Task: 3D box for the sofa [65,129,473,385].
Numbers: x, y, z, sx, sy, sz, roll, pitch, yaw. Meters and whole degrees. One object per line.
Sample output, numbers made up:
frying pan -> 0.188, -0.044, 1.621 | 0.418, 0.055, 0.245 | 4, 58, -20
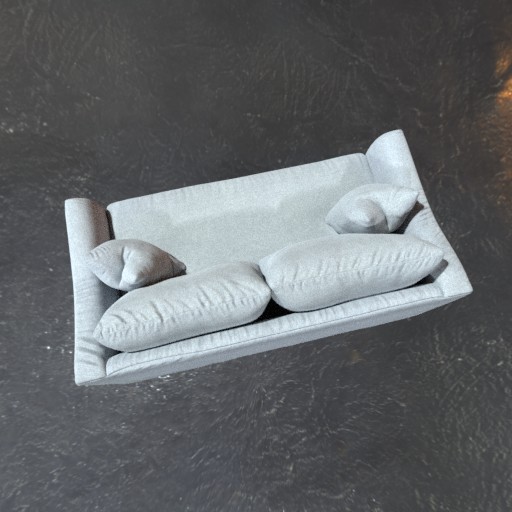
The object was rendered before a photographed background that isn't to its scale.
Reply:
sofa -> 0.000, 0.000, 2.616 | 2.010, 1.018, 1.072 | -13, 75, -3
